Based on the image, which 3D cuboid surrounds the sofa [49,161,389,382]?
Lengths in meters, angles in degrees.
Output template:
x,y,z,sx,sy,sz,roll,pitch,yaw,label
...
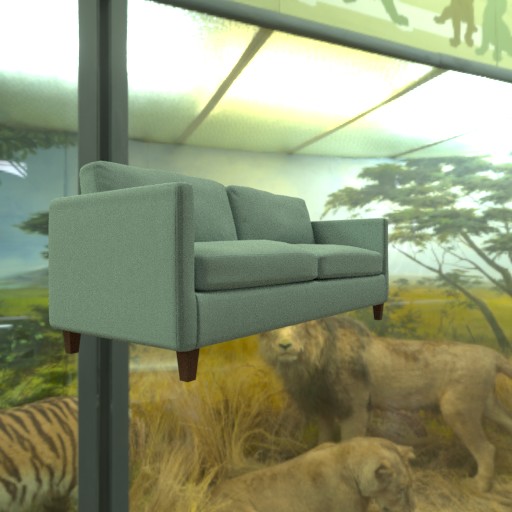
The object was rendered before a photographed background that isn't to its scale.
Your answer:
x,y,z,sx,sy,sz,roll,pitch,yaw,label
0.000,0.000,2.772,0.951,0.965,2.208,0,0,36,sofa
